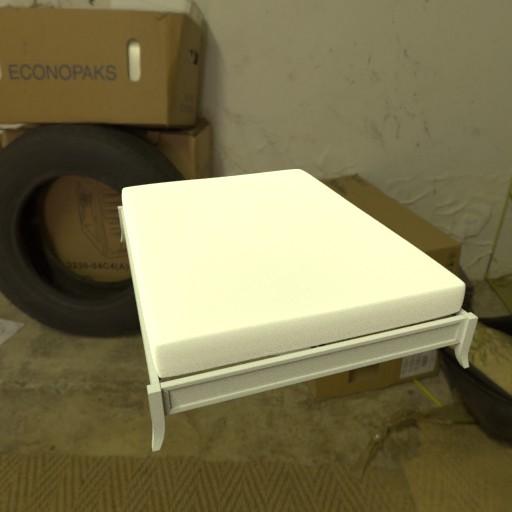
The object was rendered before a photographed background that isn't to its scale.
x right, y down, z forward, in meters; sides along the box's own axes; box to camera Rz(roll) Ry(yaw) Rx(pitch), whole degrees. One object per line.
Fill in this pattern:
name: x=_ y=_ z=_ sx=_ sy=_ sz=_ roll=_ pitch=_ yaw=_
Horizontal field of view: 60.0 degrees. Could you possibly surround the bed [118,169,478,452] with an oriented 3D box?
bed: x=0.000 y=0.000 z=2.817 sx=1.604 sy=0.510 sz=2.108 roll=-9 pitch=29 yaw=-16
